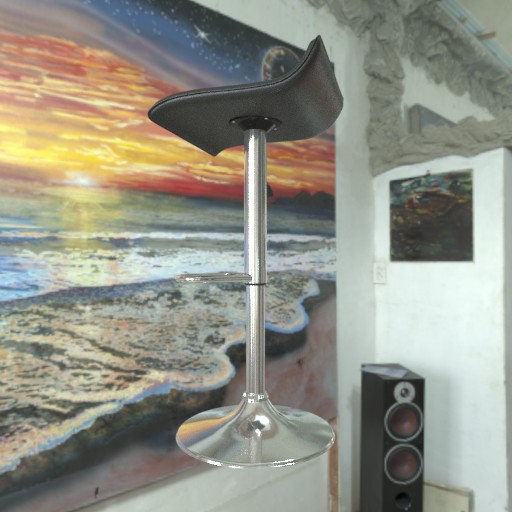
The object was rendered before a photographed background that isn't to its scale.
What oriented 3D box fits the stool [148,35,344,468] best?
[{"bbox_3d":[0.000,0.000,1.076,0.381,0.851,0.381,0,-1,18],"label":"stool"}]
